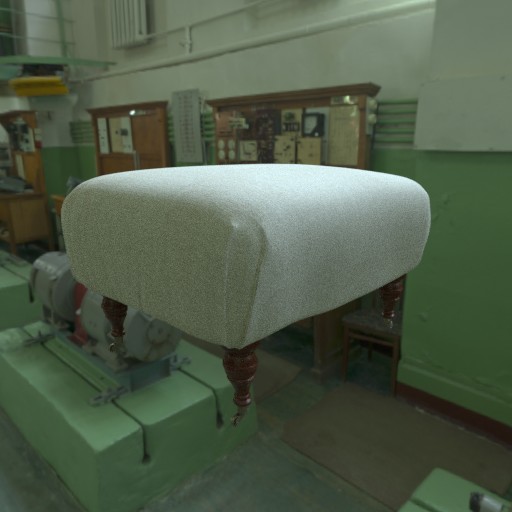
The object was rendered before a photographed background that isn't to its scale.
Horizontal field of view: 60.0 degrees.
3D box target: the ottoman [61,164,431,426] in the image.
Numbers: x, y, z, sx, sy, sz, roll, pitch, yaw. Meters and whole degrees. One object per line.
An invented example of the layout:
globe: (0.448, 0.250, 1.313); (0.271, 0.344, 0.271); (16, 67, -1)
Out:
ottoman: (0.000, 0.000, 1.114); (0.622, 0.450, 0.747); (13, 19, 41)
